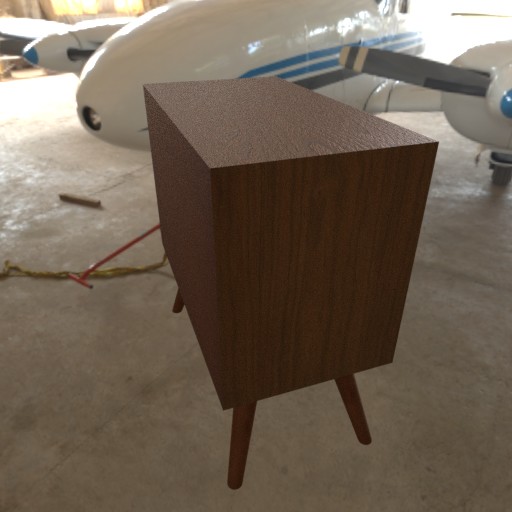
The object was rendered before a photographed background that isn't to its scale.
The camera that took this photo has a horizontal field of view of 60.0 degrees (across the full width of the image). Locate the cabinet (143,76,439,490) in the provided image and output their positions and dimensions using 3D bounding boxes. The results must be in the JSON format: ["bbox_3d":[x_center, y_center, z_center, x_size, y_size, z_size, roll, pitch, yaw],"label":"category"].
[{"bbox_3d":[0.000,0.000,1.141,0.388,0.748,0.712,-10,32,-17],"label":"cabinet"}]
